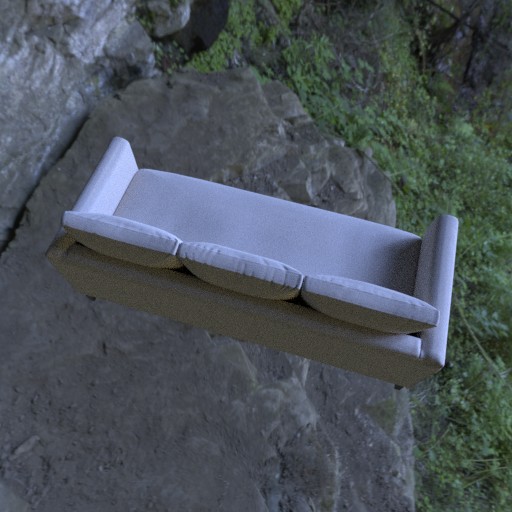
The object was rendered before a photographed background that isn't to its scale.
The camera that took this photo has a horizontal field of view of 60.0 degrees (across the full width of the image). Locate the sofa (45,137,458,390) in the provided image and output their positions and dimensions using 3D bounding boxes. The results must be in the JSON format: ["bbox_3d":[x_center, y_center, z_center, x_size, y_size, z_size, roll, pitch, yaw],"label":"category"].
[{"bbox_3d":[0.000,0.000,2.691,2.198,0.911,0.902,15,63,8],"label":"sofa"}]
